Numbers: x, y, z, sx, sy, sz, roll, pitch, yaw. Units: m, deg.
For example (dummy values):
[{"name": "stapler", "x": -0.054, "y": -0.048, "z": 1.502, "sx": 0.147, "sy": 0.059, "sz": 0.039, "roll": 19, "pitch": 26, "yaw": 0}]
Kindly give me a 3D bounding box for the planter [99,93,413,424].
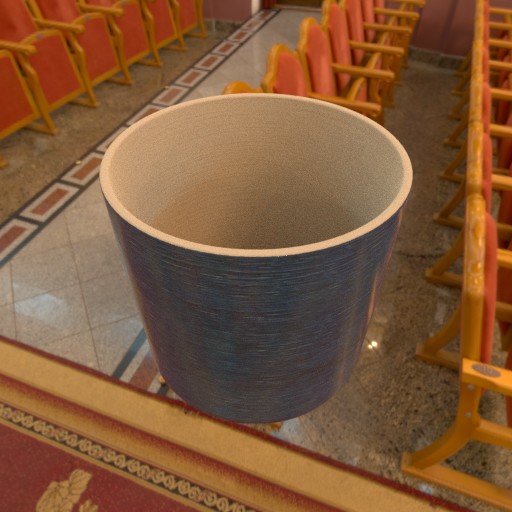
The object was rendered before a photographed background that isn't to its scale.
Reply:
[{"name": "planter", "x": 0.000, "y": 0.000, "z": 0.391, "sx": 0.221, "sy": 0.201, "sz": 0.221, "roll": 0, "pitch": 42, "yaw": 0}]
